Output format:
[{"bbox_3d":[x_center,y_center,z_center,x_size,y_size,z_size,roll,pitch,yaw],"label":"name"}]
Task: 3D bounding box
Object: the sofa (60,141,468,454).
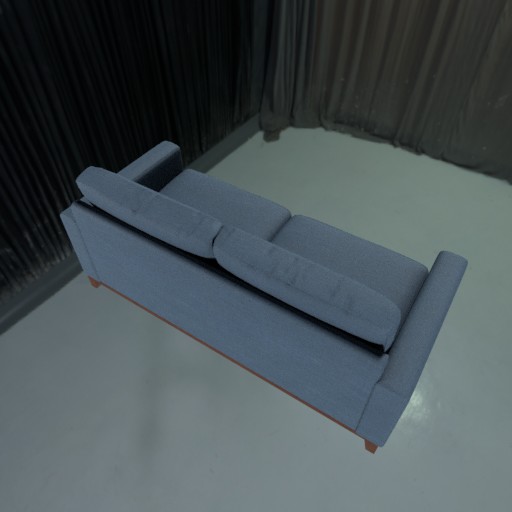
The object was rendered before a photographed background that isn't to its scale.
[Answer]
[{"bbox_3d":[0.000,0.000,2.340,1.900,0.865,0.877,25,52,22],"label":"sofa"}]
